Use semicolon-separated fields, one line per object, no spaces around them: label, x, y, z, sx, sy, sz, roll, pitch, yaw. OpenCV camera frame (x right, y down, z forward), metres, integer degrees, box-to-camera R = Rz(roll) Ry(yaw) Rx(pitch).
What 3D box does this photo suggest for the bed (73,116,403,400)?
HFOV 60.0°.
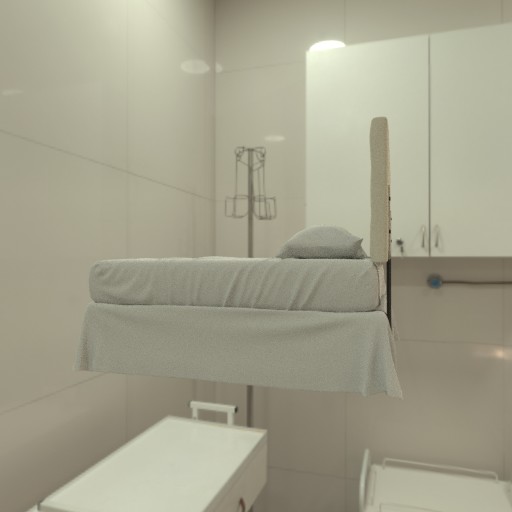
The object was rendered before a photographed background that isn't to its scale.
bed;0.000;0.000;3.565;2.222;1.577;1.936;0;0;17
